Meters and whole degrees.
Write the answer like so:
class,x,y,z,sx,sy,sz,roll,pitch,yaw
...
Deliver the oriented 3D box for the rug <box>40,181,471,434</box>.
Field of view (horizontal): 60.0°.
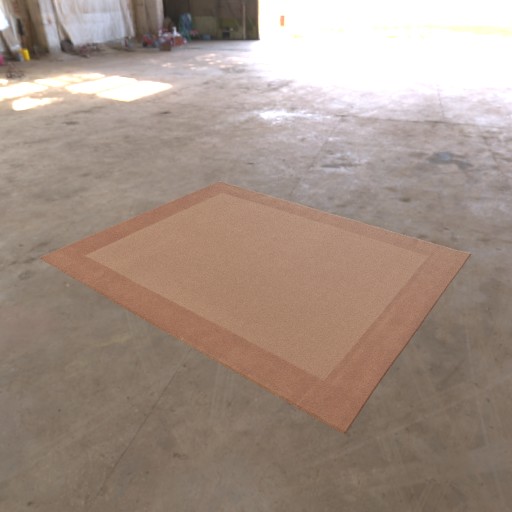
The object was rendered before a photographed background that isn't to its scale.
class,x,y,z,sx,sy,sz,roll,pitch,yaw
rug,0.000,0.000,3.997,3.057,0.021,2.431,21,36,32
